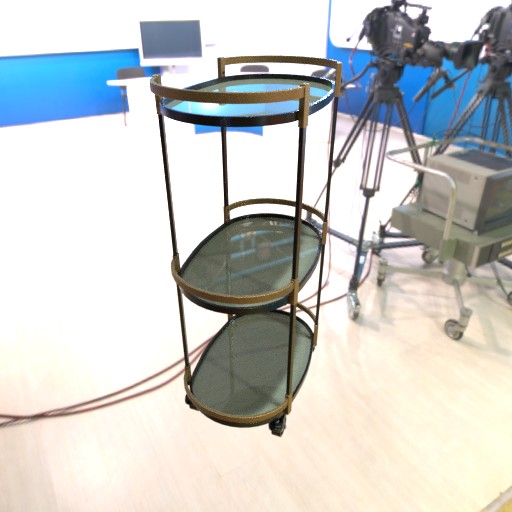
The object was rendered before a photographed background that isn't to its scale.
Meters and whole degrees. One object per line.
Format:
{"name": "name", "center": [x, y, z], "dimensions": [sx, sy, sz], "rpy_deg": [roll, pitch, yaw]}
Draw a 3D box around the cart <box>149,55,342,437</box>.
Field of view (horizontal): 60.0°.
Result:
{"name": "cart", "center": [0.000, 0.000, 1.125], "dimensions": [0.311, 0.885, 0.515], "rpy_deg": [11, 32, 18]}
